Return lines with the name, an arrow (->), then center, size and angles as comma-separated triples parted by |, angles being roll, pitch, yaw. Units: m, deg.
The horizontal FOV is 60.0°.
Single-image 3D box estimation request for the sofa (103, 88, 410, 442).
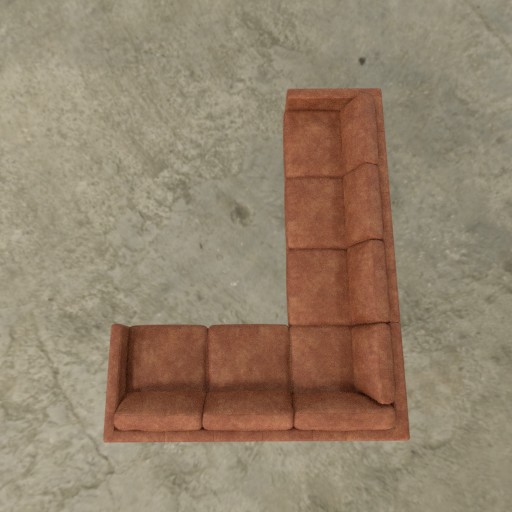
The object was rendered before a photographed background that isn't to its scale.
sofa -> 0.000, 0.000, 4.118 | 2.438, 0.838, 3.167 | 0, 76, 0
